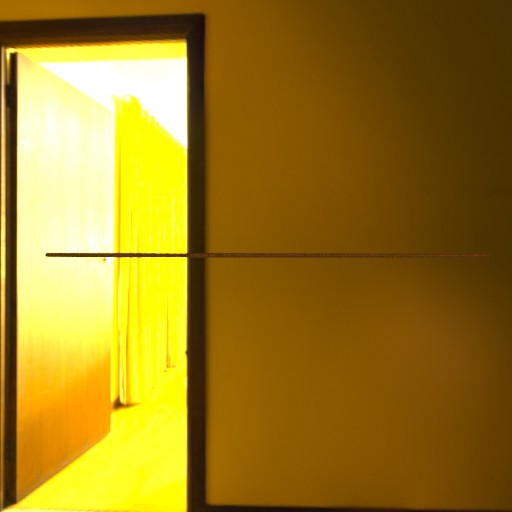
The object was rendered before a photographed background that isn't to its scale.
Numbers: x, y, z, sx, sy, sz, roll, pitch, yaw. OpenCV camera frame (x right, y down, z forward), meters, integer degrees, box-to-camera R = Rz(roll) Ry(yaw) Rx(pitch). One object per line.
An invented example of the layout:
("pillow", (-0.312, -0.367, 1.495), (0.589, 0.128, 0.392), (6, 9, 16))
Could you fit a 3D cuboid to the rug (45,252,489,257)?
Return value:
("rug", (0.000, 0.000, 2.316), (1.829, 0.016, 1.219), (0, 0, -17))
